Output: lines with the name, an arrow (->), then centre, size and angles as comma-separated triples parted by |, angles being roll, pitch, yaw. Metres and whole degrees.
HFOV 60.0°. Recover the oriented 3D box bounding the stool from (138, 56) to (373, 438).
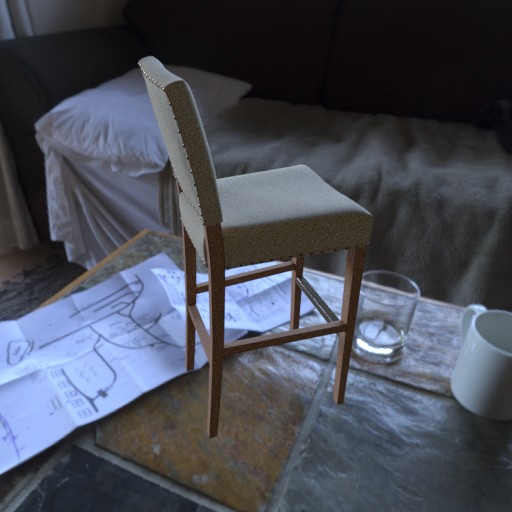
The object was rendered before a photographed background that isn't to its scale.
stool -> 0.000, 0.000, 1.407 | 0.546, 1.143, 0.428 | -11, 34, -18
